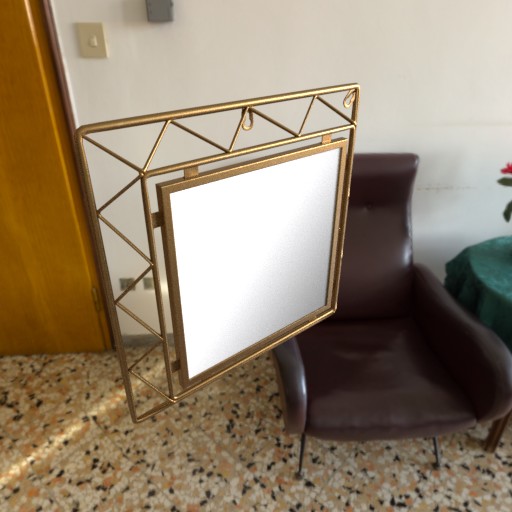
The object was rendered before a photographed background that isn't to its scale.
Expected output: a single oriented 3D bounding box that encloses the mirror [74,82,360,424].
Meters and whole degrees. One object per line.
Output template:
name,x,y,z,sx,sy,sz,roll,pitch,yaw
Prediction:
mirror,0.000,0.000,0.618,0.416,0.414,0.046,-22,37,-33
